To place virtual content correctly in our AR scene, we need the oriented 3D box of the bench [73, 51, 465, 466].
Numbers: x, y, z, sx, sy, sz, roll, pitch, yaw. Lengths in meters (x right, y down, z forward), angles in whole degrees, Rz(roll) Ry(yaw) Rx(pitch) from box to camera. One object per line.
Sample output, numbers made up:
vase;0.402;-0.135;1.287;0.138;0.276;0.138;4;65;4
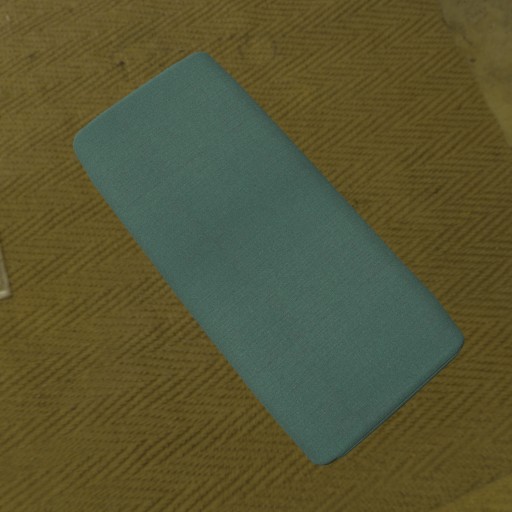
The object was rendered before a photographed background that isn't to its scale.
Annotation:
bench;0.000;0.000;1.239;0.476;0.474;0.995;-38;79;-9
